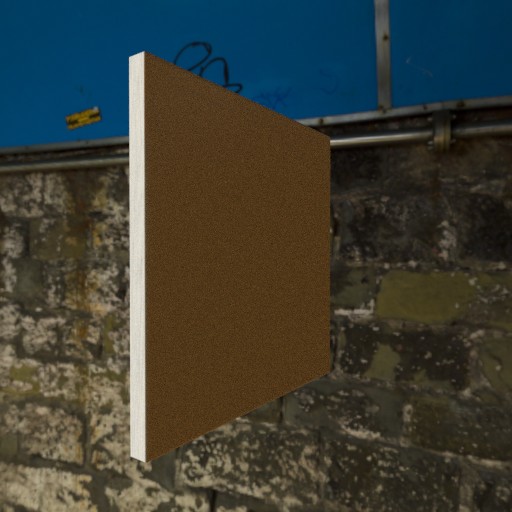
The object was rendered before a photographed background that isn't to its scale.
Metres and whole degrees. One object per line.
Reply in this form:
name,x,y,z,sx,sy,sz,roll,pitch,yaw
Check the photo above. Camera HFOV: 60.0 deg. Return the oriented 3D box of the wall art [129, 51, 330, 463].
wall art,0.000,0.000,1.925,0.078,1.288,1.287,0,1,36
